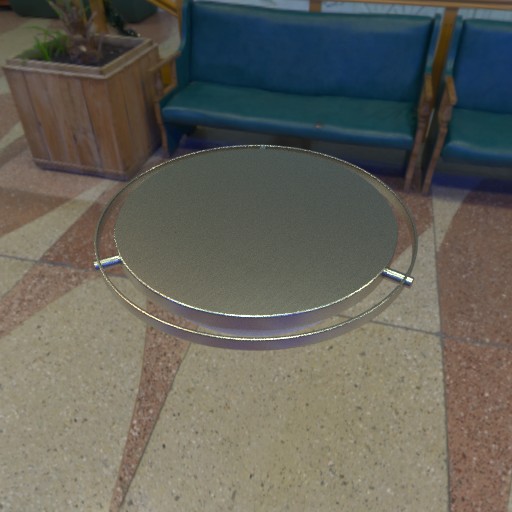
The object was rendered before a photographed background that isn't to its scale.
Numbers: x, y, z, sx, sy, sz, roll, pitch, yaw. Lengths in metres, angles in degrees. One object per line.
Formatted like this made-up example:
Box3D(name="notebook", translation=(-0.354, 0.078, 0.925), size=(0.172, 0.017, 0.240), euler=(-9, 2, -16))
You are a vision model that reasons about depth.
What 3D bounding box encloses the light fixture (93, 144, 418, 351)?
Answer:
Box3D(name="light fixture", translation=(0.000, 0.000, 0.551), size=(0.361, 0.130, 0.361), euler=(0, 40, 0))
